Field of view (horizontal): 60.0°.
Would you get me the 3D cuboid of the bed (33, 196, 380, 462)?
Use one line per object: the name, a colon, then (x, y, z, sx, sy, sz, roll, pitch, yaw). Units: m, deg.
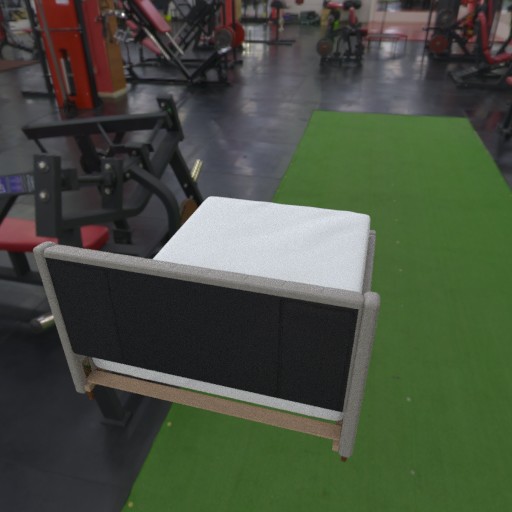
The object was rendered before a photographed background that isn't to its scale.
bed: (0.000, 0.000, 3.167, 1.656, 1.147, 2.232, 8, 33, 13)
